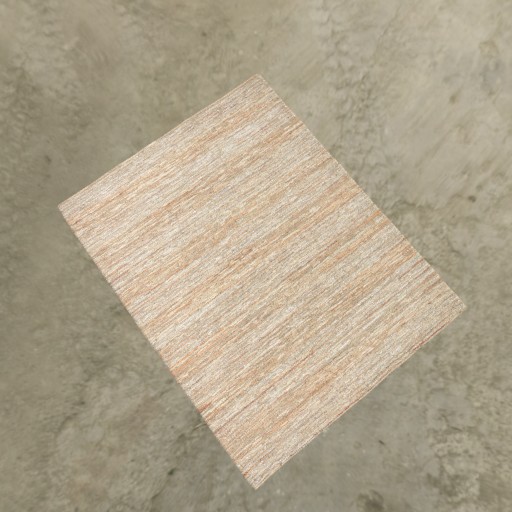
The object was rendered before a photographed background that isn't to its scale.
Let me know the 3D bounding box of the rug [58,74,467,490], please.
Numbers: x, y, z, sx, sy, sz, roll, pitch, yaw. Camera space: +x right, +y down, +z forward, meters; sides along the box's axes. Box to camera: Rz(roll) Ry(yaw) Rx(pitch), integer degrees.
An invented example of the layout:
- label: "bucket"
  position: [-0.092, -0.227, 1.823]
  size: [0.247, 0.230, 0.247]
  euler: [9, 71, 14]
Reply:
- label: "rug"
  position: [0.000, 0.000, 3.871]
  size: [2.313, 0.009, 2.939]
  euler: [-37, 78, -9]
